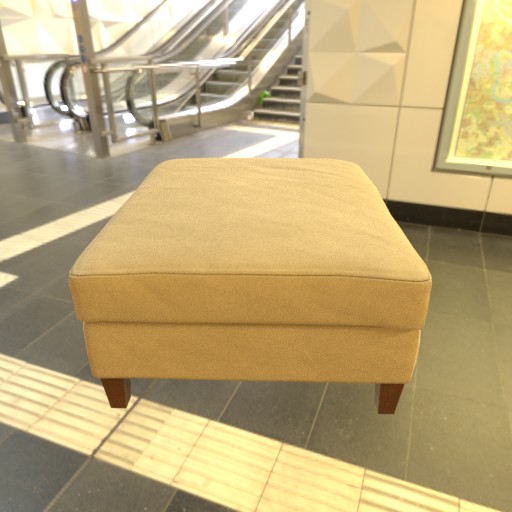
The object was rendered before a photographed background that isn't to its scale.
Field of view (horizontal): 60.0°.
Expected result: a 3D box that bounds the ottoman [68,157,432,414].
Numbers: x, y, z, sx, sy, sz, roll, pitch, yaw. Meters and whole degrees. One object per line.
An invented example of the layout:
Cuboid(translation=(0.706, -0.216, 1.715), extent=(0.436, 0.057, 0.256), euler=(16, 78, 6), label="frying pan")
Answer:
Cuboid(translation=(0.000, 0.000, 1.490), extent=(0.836, 0.492, 1.002), euler=(1, 27, 1), label="ottoman")
